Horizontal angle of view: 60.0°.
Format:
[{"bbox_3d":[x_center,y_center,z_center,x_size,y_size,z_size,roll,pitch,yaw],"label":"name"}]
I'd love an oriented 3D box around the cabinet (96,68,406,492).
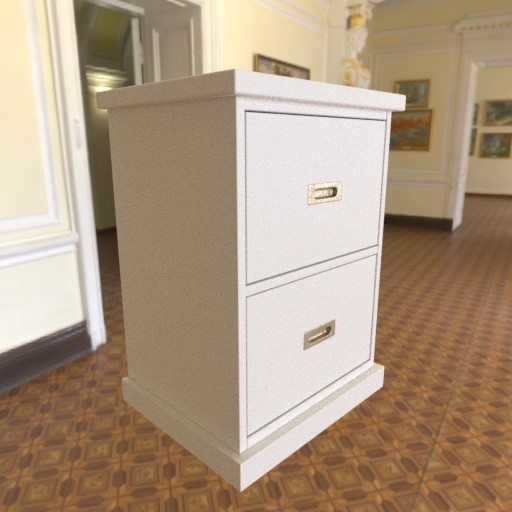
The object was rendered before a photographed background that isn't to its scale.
[{"bbox_3d":[0.000,0.000,1.045,0.431,0.723,0.520,14,20,43],"label":"cabinet"}]
